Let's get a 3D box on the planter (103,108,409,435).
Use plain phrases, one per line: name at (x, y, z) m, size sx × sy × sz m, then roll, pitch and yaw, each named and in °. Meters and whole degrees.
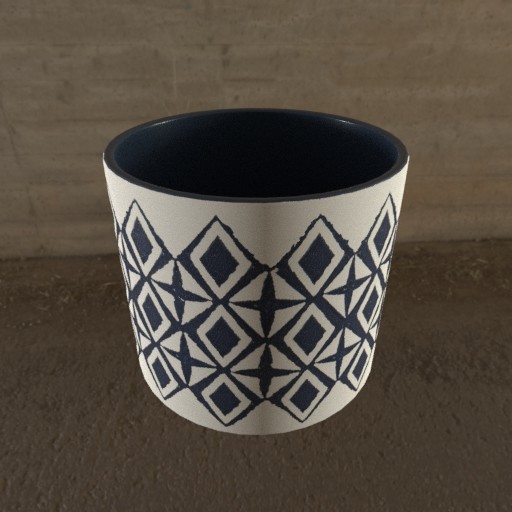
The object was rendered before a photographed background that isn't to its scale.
planter at (0.000, 0.000, 0.275) m, size 0.159 × 0.144 × 0.159 m, roll 0°, pitch 31°, yaw 0°
